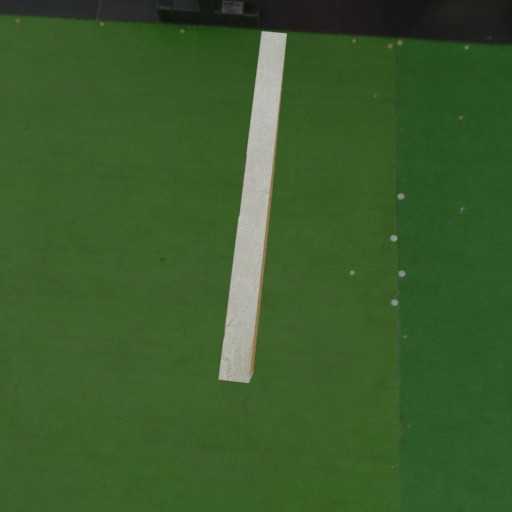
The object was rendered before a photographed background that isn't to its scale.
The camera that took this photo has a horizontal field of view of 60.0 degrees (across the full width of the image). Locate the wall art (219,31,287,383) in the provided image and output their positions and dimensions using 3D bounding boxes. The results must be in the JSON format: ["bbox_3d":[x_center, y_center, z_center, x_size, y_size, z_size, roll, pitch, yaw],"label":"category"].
[{"bbox_3d":[0.000,0.000,0.977,0.038,0.764,0.508,6,76,1],"label":"wall art"}]
